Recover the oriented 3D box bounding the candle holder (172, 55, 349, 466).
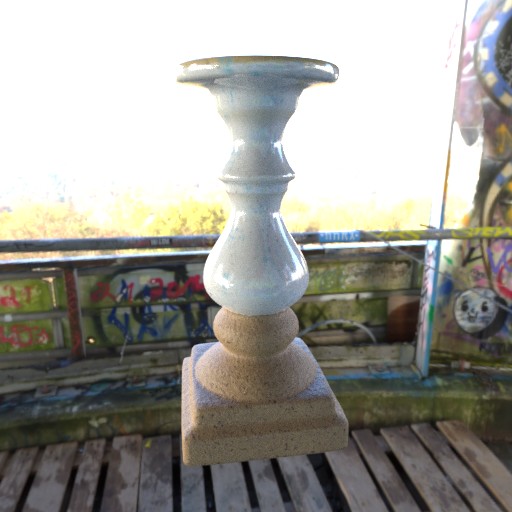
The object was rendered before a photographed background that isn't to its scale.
[{"bbox_3d":[0.000,0.000,0.303,0.110,0.239,0.110,-2,16,-8],"label":"candle holder"}]
